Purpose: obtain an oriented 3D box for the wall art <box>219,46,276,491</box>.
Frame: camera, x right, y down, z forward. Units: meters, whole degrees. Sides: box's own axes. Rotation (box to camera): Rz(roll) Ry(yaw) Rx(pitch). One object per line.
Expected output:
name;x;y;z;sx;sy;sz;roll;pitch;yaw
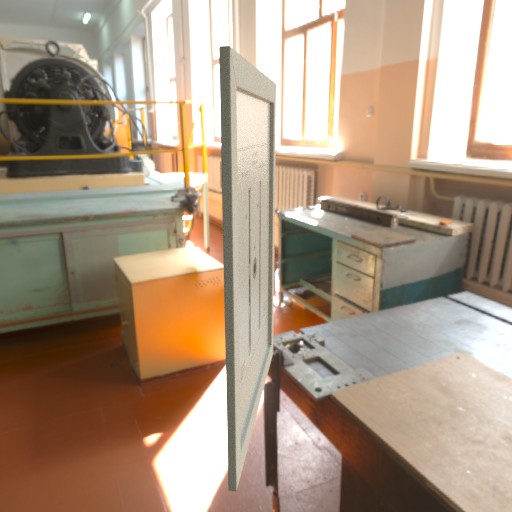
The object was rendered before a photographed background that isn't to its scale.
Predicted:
wall art;0.000;0.000;0.679;0.012;0.529;0.374;3;16;9
